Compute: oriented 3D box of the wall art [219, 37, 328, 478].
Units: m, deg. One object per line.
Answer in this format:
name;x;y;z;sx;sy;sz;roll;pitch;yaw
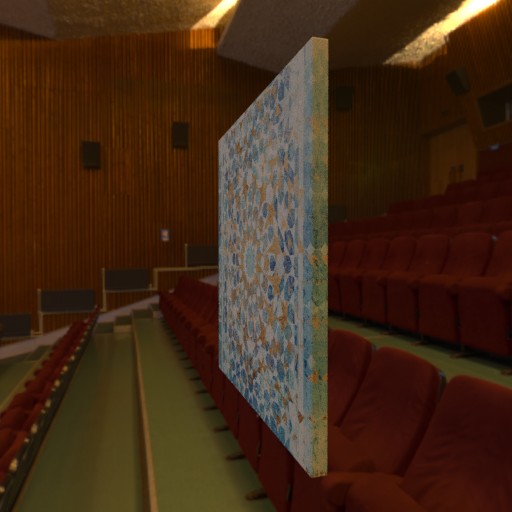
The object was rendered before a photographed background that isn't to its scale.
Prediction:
wall art;0.000;0.000;1.362;0.040;0.916;0.916;0;1;-17
